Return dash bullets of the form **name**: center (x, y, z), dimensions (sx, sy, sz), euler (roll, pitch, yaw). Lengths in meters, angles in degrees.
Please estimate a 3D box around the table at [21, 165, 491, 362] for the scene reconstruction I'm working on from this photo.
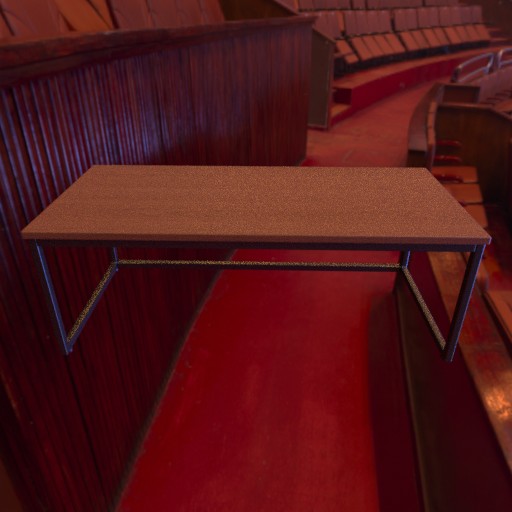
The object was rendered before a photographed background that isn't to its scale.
- **table**: center (0.000, 0.000, 1.349), dimensions (1.100, 0.400, 0.500), euler (1, 30, 1)
